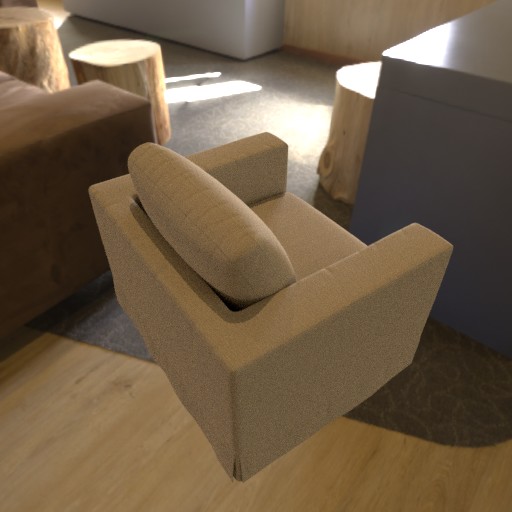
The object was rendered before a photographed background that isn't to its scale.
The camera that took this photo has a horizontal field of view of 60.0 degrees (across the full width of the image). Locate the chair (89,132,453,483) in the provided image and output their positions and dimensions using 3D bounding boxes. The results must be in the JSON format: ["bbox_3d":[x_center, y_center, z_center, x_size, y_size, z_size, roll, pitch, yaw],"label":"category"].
[{"bbox_3d":[0.000,0.000,1.819,0.957,0.878,1.150,-24,46,-26],"label":"chair"}]
